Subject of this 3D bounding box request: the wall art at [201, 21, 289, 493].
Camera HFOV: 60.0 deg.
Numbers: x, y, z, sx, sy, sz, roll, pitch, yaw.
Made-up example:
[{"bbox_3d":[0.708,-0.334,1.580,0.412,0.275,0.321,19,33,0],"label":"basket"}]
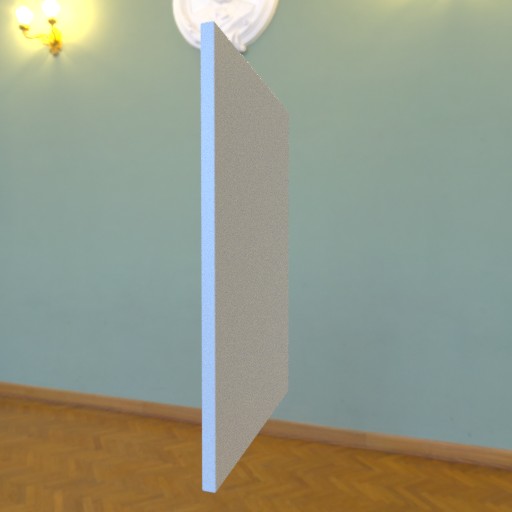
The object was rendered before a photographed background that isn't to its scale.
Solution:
[{"bbox_3d":[0.000,0.000,1.030,0.026,0.813,0.556,1,2,17],"label":"wall art"}]
